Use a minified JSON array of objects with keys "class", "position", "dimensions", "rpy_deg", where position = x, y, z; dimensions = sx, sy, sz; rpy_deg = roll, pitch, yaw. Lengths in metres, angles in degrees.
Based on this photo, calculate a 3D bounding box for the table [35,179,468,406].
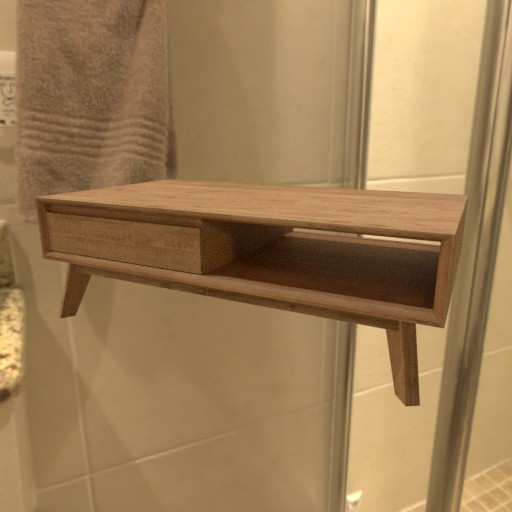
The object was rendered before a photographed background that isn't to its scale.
[{"class":"table","position":[0.000,0.000,1.965],"dimensions":[1.619,0.531,0.918],"rpy_deg":[7,17,26]}]
